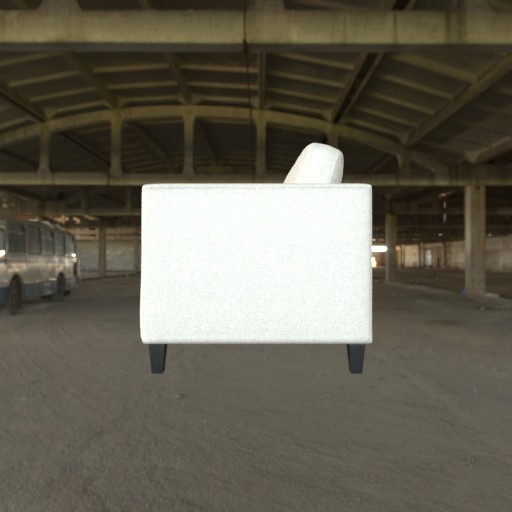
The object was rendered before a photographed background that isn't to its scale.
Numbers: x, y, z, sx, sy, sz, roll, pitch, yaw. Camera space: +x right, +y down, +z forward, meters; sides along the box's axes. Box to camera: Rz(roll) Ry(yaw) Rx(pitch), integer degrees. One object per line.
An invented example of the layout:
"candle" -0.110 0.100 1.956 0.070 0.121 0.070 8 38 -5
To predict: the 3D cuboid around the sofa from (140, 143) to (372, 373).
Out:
"sofa" 0.000 0.000 2.946 0.948 0.965 2.434 0 0 0
